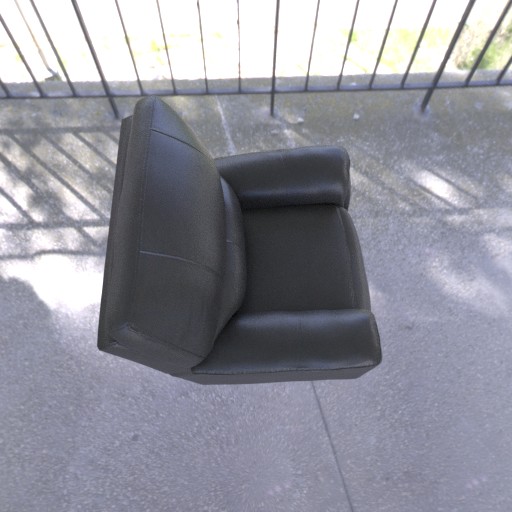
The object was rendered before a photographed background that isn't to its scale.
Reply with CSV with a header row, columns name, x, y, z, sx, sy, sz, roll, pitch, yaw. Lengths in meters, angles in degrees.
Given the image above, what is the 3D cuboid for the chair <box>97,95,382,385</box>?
name,x,y,z,sx,sy,sz,roll,pitch,yaw
chair,0.000,0.000,2.015,1.087,1.109,1.096,-3,63,-1
